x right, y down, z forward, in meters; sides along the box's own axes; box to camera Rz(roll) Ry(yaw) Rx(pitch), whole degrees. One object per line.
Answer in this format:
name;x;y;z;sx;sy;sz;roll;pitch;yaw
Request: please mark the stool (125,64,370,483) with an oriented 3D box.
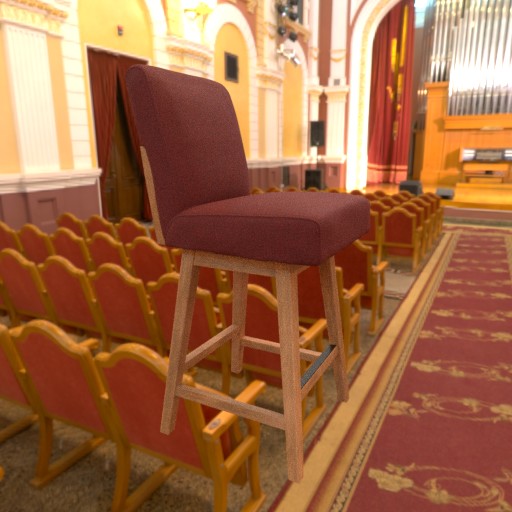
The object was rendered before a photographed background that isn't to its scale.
stool;0.000;0.000;1.297;0.562;1.038;0.468;7;16;27
